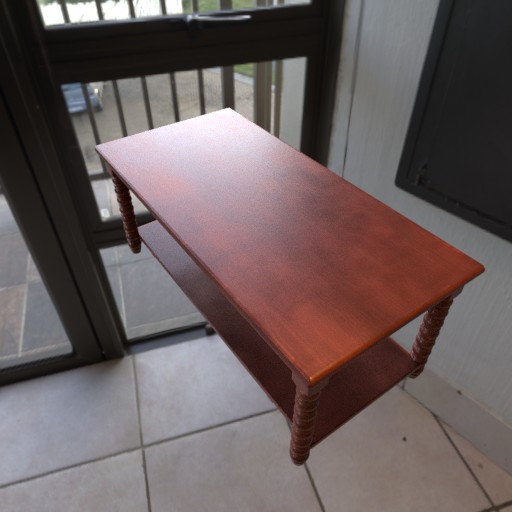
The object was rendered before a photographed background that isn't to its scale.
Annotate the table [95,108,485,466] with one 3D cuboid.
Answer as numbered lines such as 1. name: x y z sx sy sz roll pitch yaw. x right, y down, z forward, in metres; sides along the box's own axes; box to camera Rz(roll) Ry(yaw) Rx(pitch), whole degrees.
1. table: 0.000 0.000 1.487 0.580 0.485 1.171 -25 47 -26
